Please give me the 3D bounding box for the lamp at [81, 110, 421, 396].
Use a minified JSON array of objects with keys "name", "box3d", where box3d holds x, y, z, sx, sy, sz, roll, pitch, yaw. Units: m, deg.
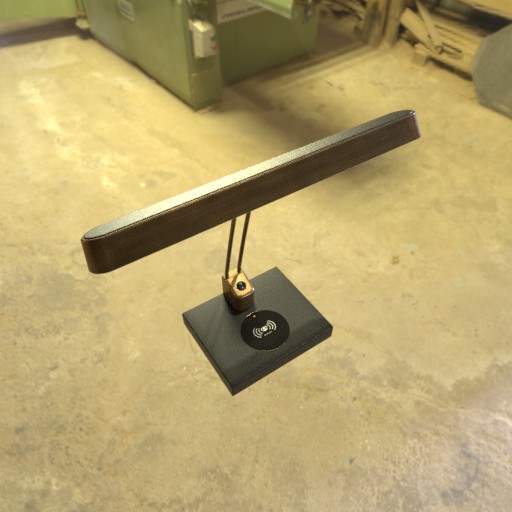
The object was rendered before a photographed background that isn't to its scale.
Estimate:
[{"name":"lamp","box3d":[0.000,0.000,0.594,0.412,0.345,0.156,-26,51,-22]}]
